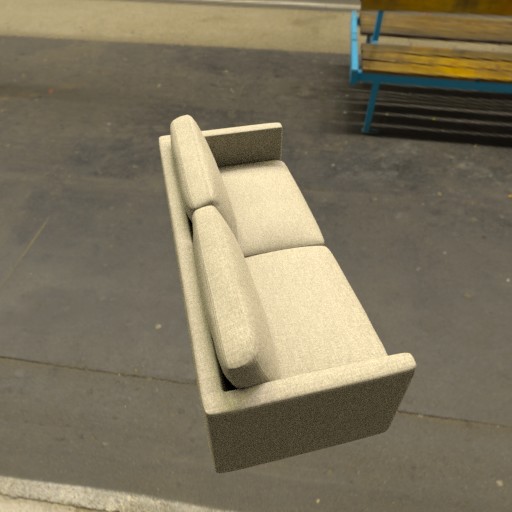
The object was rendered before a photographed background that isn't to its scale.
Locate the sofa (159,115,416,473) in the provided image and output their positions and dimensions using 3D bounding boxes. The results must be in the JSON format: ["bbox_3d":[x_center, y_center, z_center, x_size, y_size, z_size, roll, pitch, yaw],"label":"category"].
[{"bbox_3d":[0.000,0.000,2.741,0.956,0.960,2.208,-10,46,-10],"label":"sofa"}]
